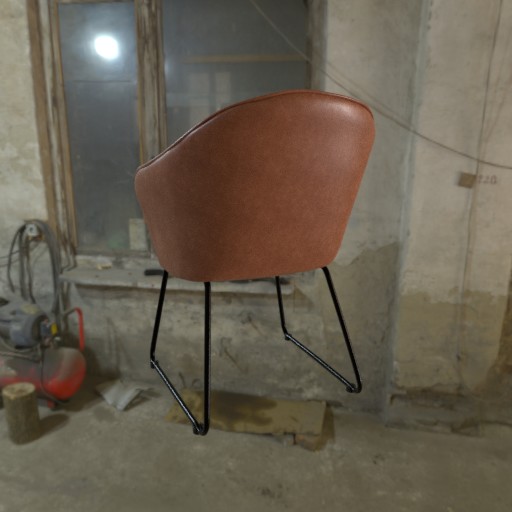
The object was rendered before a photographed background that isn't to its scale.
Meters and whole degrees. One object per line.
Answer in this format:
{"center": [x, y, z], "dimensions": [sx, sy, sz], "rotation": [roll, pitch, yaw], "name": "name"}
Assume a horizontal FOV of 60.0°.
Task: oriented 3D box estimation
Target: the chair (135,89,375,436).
{"center": [0.000, 0.000, 1.195], "dimensions": [0.582, 0.785, 0.580], "rotation": [-7, 16, -25], "name": "chair"}
